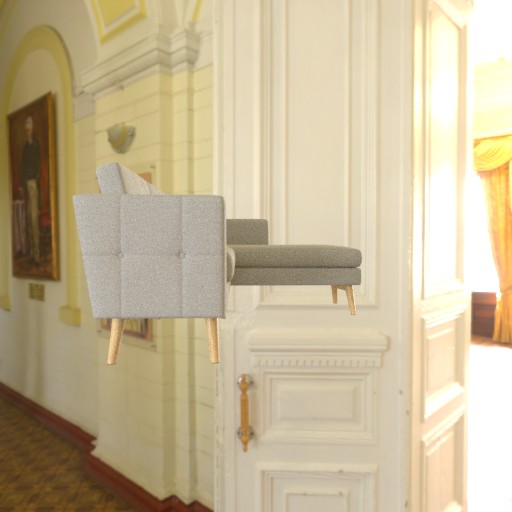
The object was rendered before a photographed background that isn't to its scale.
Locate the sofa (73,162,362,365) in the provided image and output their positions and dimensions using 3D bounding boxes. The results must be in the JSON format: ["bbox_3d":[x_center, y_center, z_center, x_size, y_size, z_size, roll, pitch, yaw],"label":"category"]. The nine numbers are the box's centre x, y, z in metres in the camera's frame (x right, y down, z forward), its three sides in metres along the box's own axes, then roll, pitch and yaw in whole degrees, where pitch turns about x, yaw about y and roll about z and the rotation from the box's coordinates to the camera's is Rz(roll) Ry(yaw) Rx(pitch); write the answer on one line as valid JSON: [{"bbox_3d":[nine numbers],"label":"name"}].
[{"bbox_3d":[0.000,0.000,2.783,1.530,0.860,2.040,0,2,-2],"label":"sofa"}]
